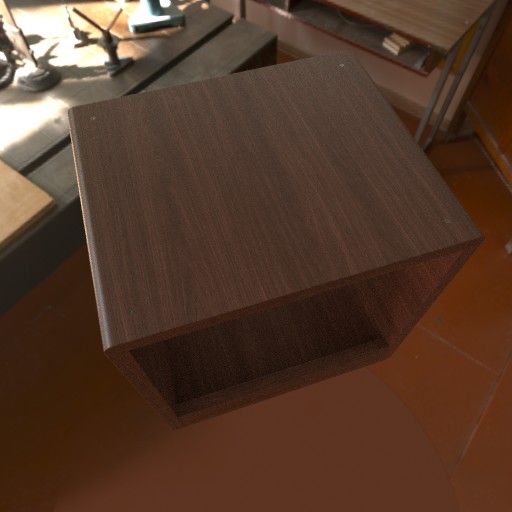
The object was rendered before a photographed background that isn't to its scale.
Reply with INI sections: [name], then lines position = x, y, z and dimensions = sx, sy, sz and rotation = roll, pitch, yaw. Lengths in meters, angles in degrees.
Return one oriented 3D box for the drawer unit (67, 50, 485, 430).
[drawer unit]
position = 0.000, 0.000, 0.596
dimensions = 0.349, 0.351, 0.290
rotation = -16, 60, -9
